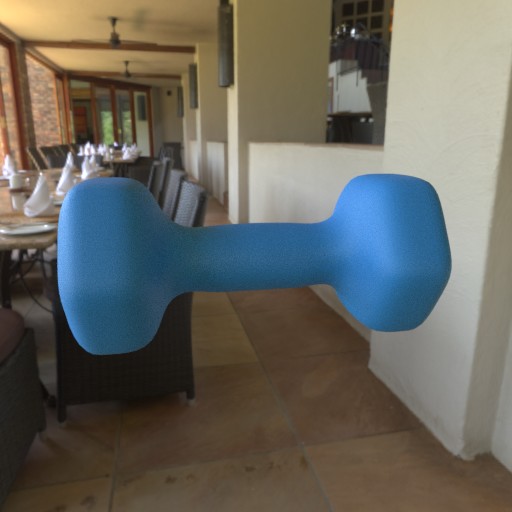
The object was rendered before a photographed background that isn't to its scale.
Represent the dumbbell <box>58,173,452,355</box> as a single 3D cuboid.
[{"bbox_3d":[0.000,0.000,0.188,0.152,0.066,0.074,-2,15,-9],"label":"dumbbell"}]
